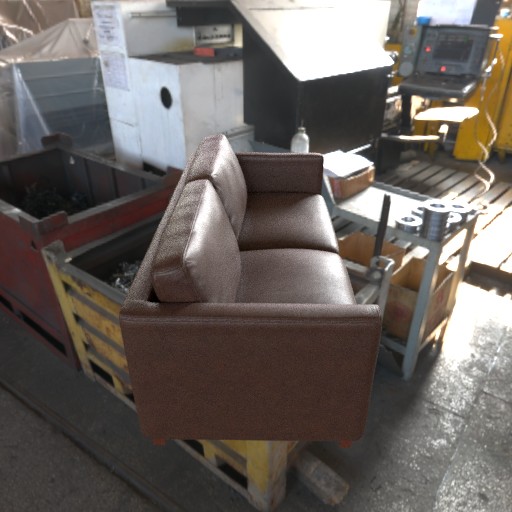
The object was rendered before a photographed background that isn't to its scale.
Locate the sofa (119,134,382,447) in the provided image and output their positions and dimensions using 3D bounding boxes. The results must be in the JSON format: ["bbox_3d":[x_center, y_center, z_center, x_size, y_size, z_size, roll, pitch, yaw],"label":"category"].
[{"bbox_3d":[0.000,0.000,2.450,0.951,0.933,1.883,0,30,1],"label":"sofa"}]
